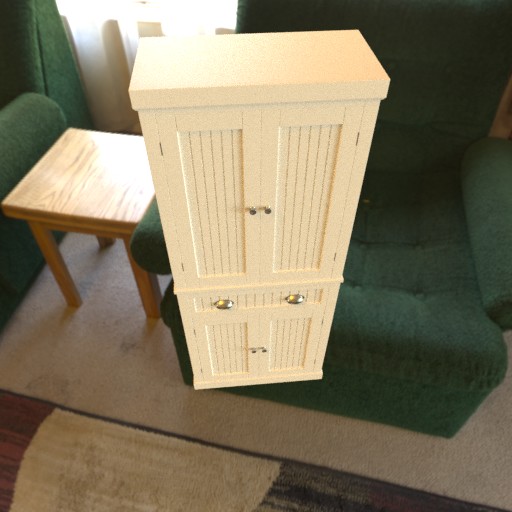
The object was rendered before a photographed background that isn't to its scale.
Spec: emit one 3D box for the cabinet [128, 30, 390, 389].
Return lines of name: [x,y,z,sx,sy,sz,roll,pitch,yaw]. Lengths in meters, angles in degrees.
cabinet: [0.000,0.000,2.061,0.754,1.829,0.390,-4,47,-4]
